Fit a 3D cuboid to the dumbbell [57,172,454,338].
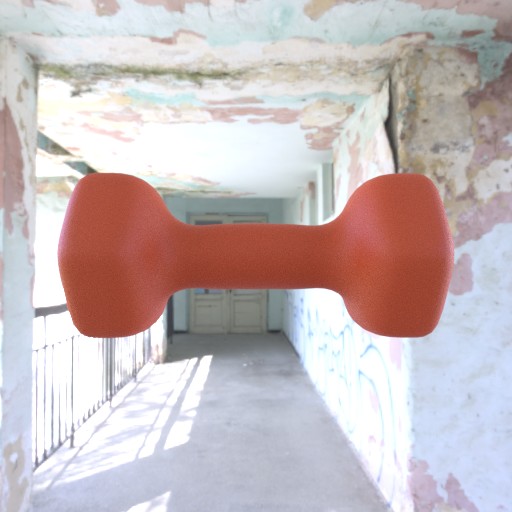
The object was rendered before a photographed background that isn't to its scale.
[{"bbox_3d":[0.000,0.000,0.202,0.162,0.071,0.079,0,-1,0],"label":"dumbbell"}]
